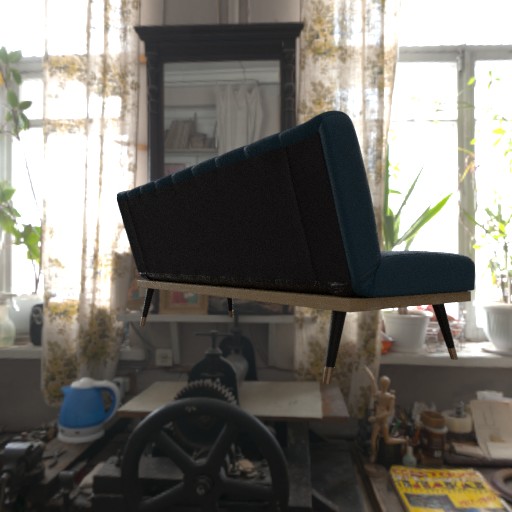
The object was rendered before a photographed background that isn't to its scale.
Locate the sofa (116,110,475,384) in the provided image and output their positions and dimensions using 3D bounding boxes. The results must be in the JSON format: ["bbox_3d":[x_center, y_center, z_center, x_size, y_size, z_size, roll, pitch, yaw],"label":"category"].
[{"bbox_3d":[0.000,0.000,2.202,0.830,0.825,1.810,1,-1,-35],"label":"sofa"}]
